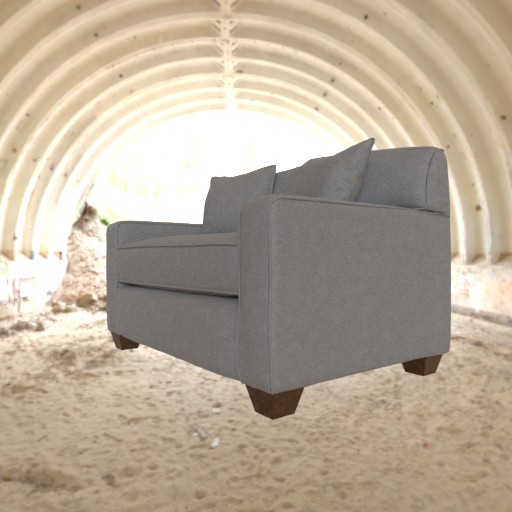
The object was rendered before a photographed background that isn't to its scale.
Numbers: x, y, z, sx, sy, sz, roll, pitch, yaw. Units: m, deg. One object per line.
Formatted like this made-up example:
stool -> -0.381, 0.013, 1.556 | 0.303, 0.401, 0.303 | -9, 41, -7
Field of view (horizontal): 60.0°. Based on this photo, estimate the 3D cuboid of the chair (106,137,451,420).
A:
chair -> 0.000, 0.000, 2.054 | 0.992, 0.953, 1.395 | 0, 0, -37
